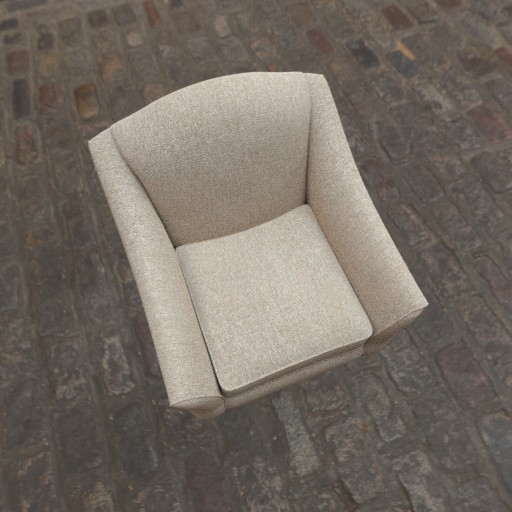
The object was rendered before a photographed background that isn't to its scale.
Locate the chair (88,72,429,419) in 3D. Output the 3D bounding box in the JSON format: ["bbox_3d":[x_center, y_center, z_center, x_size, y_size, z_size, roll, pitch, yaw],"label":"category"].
[{"bbox_3d":[0.000,0.000,1.449,0.763,0.839,0.787,-19,66,-9],"label":"chair"}]
